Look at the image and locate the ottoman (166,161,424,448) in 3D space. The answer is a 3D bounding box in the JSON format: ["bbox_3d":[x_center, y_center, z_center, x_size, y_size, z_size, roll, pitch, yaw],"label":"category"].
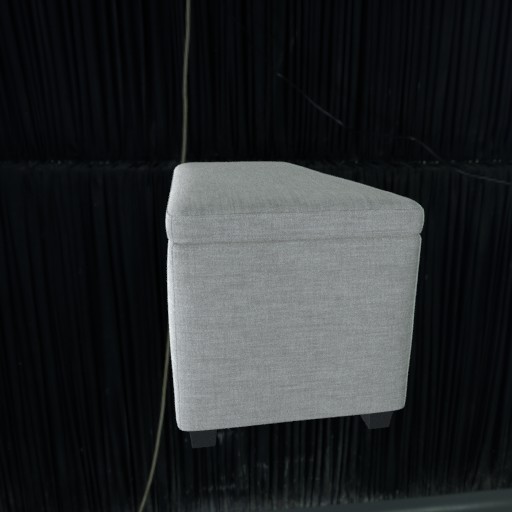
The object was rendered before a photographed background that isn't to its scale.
[{"bbox_3d":[0.000,0.000,1.123,0.419,0.432,0.902,-2,16,-9],"label":"ottoman"}]
